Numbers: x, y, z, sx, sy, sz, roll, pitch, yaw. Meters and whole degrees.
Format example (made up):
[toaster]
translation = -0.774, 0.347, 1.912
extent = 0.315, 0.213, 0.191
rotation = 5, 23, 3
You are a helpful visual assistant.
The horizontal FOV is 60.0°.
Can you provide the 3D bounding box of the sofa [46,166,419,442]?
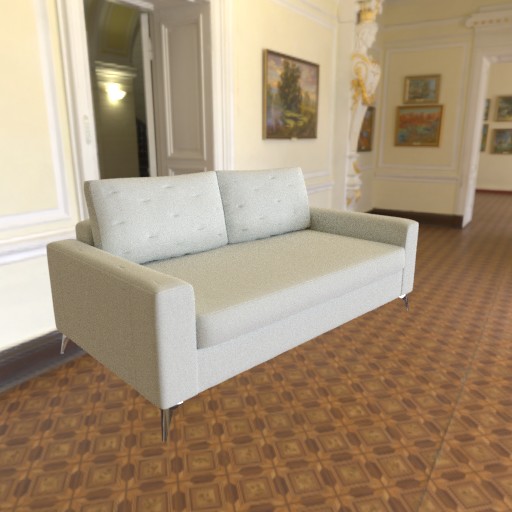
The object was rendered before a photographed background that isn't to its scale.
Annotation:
[sofa]
translation = 0.000, 0.000, 2.163
extent = 1.650, 0.790, 0.920
rotation = -14, 20, -42
